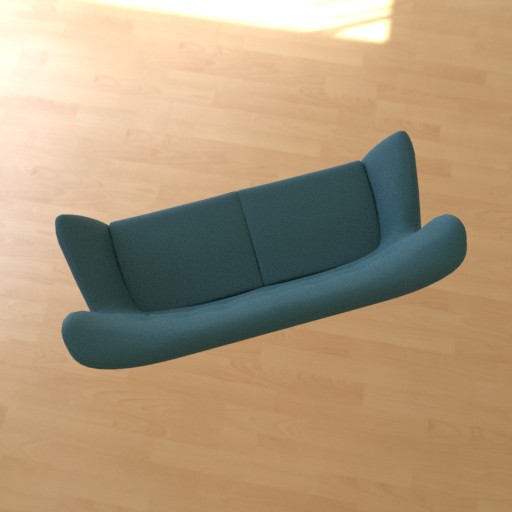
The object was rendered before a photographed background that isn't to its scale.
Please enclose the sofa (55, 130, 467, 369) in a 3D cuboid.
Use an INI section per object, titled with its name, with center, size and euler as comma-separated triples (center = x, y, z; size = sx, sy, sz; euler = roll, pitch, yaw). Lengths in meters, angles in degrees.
[sofa]
center = 0.000, 0.000, 2.390
size = 1.930, 0.890, 0.889
euler = -15, 75, -4
